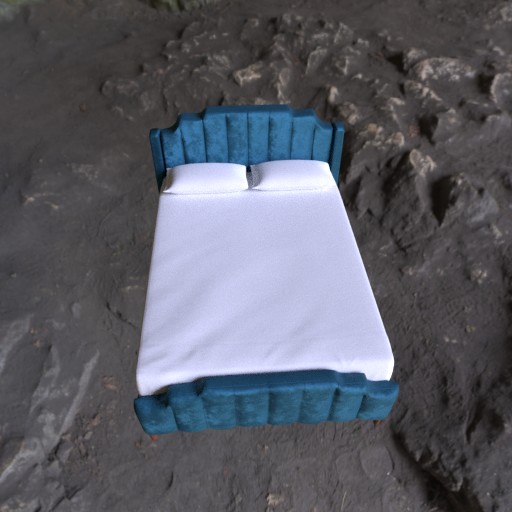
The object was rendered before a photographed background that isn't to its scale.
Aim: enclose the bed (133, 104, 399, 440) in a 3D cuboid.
[{"bbox_3d":[0.000,0.000,3.411,1.678,1.338,2.322,-3,45,-3],"label":"bed"}]
